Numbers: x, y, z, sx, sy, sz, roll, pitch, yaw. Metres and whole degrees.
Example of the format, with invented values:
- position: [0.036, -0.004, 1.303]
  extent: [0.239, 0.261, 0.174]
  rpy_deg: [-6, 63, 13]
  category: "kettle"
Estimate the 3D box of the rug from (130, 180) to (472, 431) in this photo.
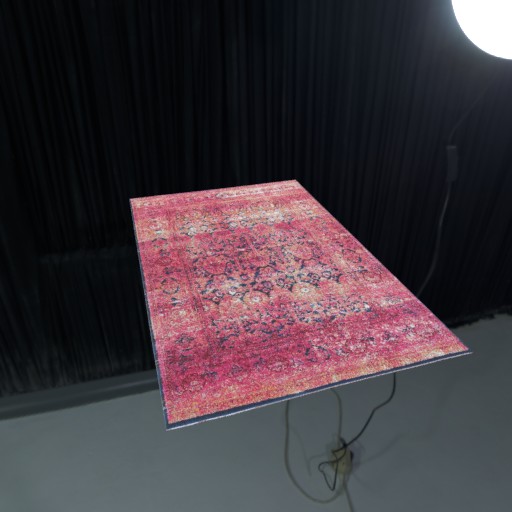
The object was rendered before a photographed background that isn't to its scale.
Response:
- position: [0.000, 0.000, 3.037]
  extent: [1.539, 0.018, 2.449]
  rpy_deg: [-9, 33, -15]
  category: "rug"
